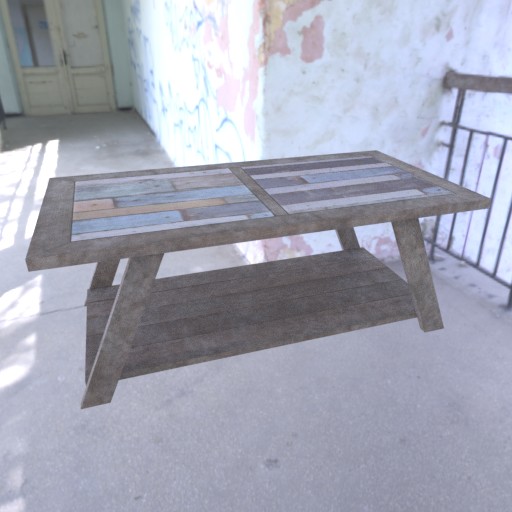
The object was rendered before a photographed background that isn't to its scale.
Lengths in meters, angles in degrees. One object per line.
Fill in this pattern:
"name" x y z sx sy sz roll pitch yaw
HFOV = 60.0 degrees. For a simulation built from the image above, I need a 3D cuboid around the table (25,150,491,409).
"table" 0.000 0.000 1.463 1.219 0.470 0.610 -8 28 -16
